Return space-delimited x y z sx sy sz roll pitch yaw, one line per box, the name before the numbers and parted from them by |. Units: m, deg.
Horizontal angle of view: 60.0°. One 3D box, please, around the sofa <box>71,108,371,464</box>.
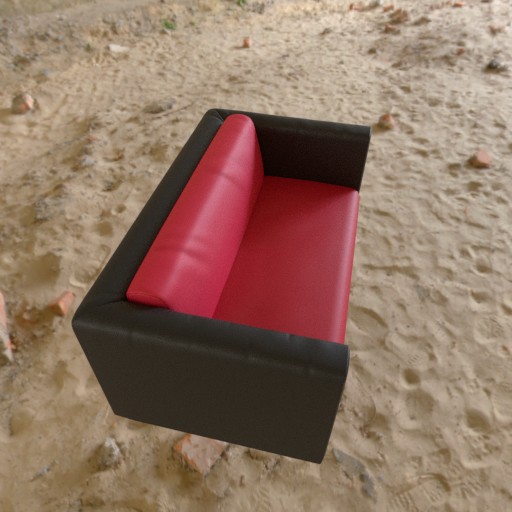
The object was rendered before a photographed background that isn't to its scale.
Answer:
sofa | 0.000 0.000 1.955 0.845 0.735 1.410 9 46 9
